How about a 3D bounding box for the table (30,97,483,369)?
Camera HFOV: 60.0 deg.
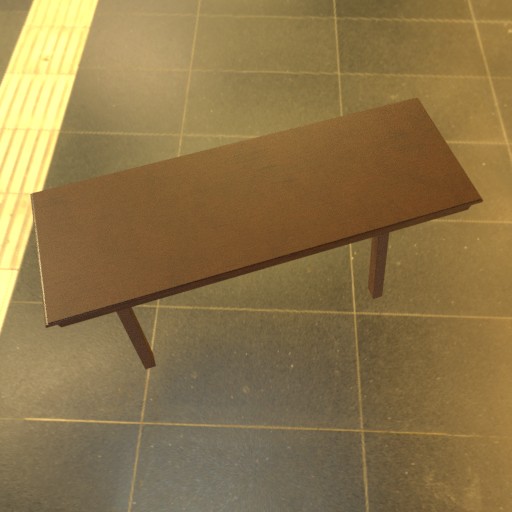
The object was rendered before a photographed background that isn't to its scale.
[{"bbox_3d":[0.000,0.000,1.569,1.197,0.763,0.399,-16,65,-8],"label":"table"}]
